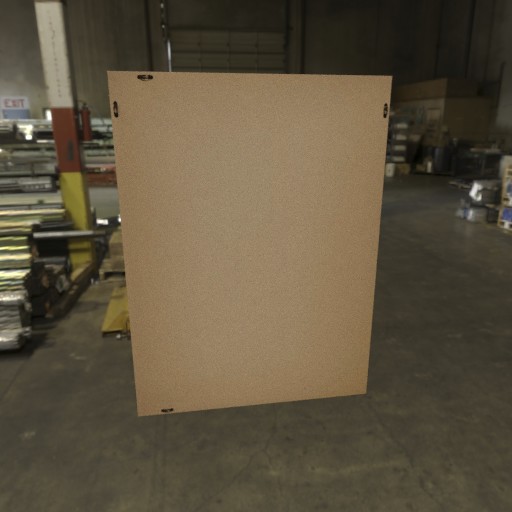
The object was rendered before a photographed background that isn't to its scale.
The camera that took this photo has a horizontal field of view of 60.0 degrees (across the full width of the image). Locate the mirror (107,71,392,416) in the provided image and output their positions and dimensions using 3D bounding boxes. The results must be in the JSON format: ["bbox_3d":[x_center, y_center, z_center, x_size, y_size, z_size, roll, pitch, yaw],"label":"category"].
[{"bbox_3d":[0.000,0.000,1.332,0.762,1.016,0.040,-3,17,-9],"label":"mirror"}]
